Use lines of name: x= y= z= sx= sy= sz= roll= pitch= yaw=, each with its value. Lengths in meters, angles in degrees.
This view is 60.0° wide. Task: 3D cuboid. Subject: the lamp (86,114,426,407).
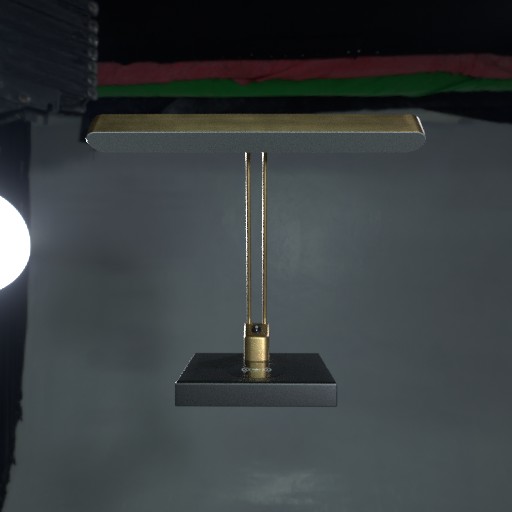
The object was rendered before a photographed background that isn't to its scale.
lamp: x=0.000 y=0.000 z=0.585 sx=0.412 sy=0.345 sz=0.156 roll=0 pitch=0 yaw=1
